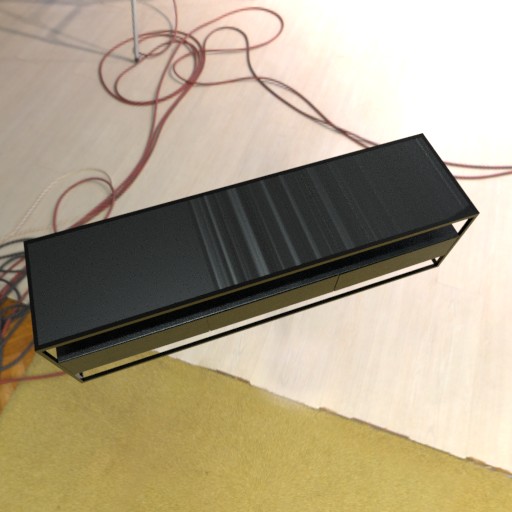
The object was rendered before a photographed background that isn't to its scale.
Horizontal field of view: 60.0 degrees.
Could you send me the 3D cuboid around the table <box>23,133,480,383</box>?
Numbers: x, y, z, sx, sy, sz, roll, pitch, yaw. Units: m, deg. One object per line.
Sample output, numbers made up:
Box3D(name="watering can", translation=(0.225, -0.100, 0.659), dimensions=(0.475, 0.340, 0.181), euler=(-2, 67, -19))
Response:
Box3D(name="table", translation=(0.000, 0.000, 1.660), dimensions=(1.486, 0.395, 0.399), euler=(-17, 62, -9))
